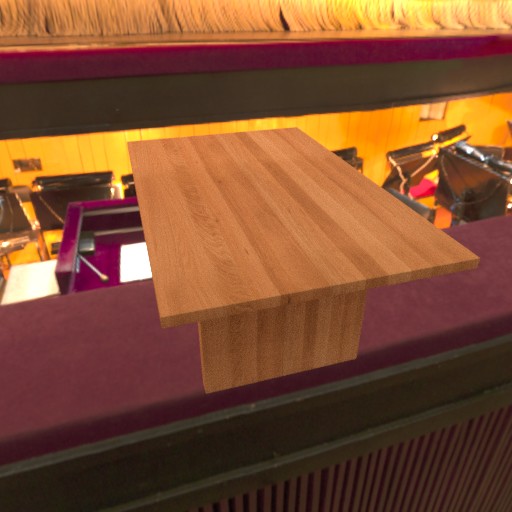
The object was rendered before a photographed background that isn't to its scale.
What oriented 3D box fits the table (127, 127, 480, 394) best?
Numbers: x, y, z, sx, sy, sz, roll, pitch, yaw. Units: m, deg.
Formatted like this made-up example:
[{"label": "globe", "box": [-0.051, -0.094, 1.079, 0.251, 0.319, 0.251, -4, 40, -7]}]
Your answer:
[{"label": "table", "box": [0.000, 0.000, 1.472, 0.700, 0.510, 1.100, -9, 33, -14]}]
